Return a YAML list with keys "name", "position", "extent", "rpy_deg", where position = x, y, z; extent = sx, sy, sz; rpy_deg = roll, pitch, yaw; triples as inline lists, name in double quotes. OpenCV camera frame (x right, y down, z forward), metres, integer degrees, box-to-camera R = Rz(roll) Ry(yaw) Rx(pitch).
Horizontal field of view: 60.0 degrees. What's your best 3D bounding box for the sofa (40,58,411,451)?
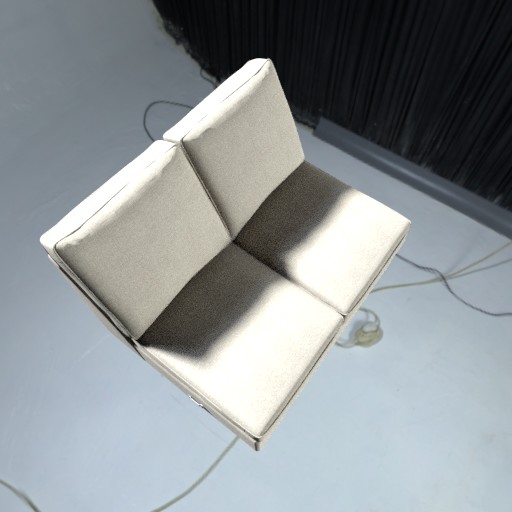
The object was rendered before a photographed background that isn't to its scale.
- name: "sofa"
  position: [0.000, 0.000, 1.980]
  extent: [0.978, 1.006, 1.232]
  rpy_deg: [33, 65, 18]
